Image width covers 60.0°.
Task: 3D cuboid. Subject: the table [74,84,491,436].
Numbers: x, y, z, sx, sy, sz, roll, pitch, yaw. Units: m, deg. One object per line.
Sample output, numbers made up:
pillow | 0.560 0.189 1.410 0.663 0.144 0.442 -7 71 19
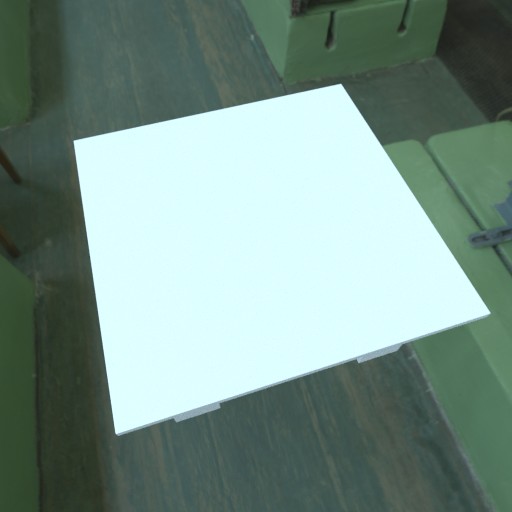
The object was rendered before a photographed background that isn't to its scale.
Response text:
table | 0.000 0.000 1.040 0.670 0.305 0.670 -15 59 -9
